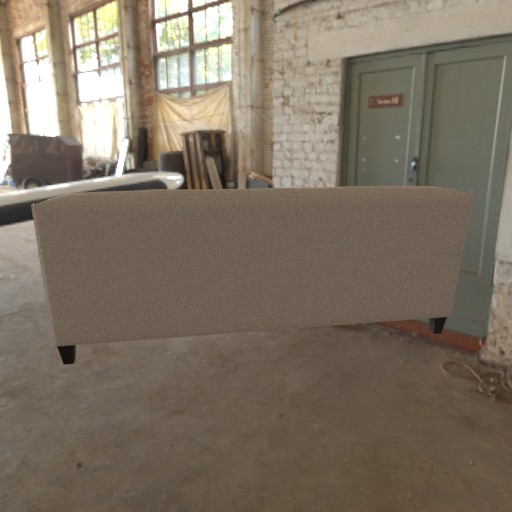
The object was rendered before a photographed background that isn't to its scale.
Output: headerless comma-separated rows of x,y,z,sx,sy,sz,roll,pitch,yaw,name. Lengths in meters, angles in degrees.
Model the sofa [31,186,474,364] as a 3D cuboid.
0.000,0.000,2.714,2.235,0.901,0.914,-3,14,-10,sofa
